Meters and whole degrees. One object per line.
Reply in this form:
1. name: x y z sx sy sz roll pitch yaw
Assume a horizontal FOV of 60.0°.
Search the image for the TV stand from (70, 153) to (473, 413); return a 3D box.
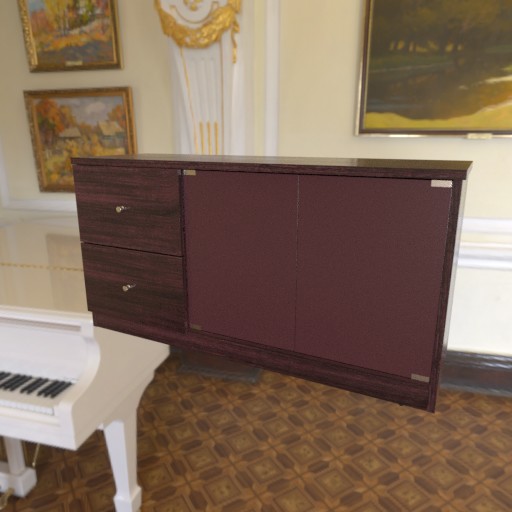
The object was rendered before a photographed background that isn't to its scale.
1. TV stand: 0.000 0.000 1.438 1.192 0.614 0.404 8 17 26
